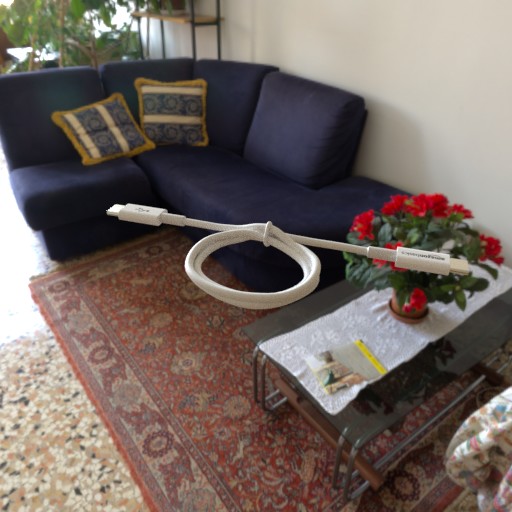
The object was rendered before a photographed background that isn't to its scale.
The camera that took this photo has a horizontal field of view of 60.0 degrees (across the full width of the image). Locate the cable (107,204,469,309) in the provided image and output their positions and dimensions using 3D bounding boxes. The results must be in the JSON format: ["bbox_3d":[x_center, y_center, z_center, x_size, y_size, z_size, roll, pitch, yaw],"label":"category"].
[{"bbox_3d":[0.000,0.000,0.222,0.203,0.014,0.070,10,35,15],"label":"cable"}]
